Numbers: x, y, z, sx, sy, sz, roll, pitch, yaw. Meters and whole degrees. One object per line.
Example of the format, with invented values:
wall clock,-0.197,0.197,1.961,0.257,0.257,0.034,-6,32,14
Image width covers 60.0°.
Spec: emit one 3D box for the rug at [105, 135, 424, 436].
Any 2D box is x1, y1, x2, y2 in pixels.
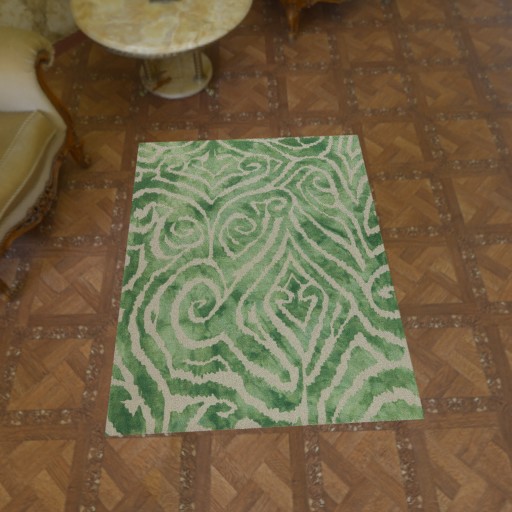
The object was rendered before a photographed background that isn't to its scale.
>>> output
rug,0.000,0.000,4.156,2.436,0.007,3.045,-3,59,-2
